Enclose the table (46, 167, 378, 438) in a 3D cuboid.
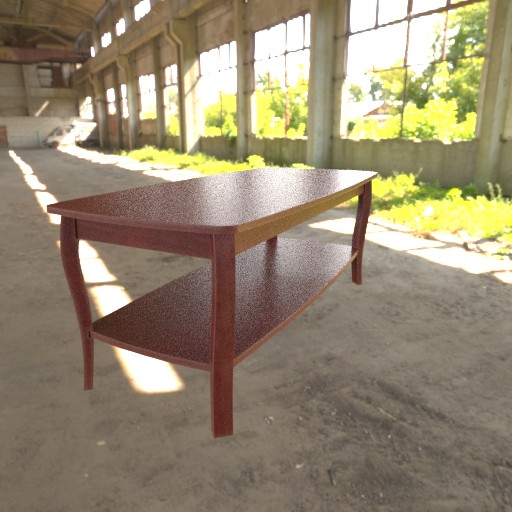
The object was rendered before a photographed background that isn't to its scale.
[{"bbox_3d":[0.000,0.000,1.467,0.561,0.473,1.216,8,18,26],"label":"table"}]
